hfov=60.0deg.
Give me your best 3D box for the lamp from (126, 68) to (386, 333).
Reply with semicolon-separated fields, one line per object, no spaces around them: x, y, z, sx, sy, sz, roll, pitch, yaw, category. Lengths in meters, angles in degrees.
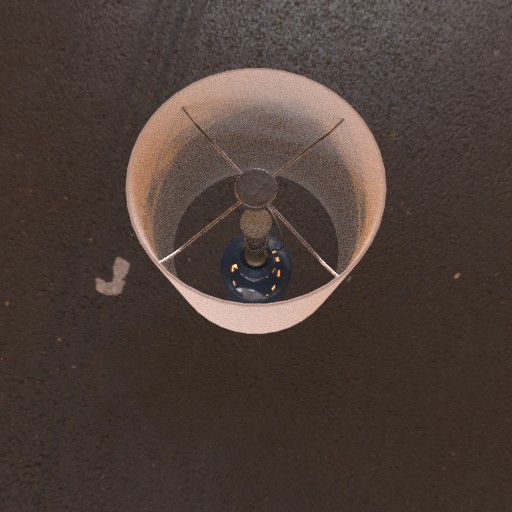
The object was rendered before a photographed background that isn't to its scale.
0.000;0.000;0.574;0.207;0.461;0.207;-39;78;-10;lamp
